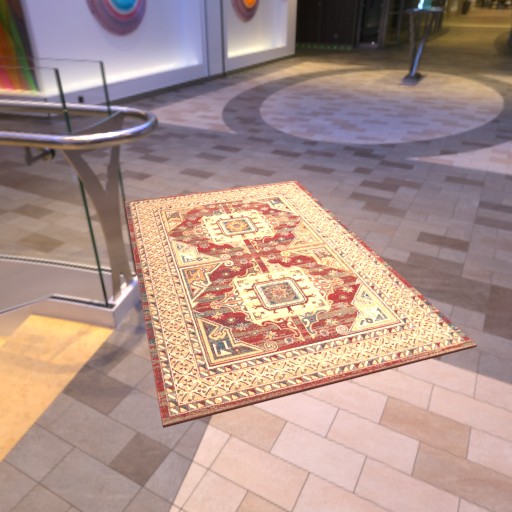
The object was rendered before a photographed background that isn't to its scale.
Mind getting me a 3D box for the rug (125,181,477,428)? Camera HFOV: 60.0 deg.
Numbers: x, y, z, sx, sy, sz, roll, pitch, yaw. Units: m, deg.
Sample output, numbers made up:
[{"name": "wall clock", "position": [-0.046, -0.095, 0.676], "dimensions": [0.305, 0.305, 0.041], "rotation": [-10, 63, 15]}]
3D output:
[{"name": "rug", "position": [0.000, 0.000, 5.778], "dimensions": [3.033, 0.033, 4.578], "rotation": [-9, 32, -15]}]
